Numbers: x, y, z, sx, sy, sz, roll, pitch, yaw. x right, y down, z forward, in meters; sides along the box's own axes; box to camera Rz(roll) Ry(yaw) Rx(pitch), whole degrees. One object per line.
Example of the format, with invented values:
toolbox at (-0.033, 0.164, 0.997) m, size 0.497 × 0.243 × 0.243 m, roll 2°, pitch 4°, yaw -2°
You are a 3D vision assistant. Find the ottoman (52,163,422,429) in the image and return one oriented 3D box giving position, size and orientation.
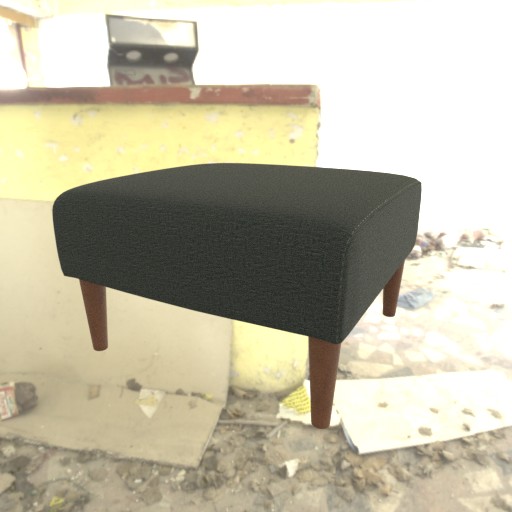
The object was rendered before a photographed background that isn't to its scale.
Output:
ottoman at (0.000, 0.000, 1.075) m, size 0.650 × 0.398 × 0.649 m, roll 10°, pitch 20°, yaw 28°
